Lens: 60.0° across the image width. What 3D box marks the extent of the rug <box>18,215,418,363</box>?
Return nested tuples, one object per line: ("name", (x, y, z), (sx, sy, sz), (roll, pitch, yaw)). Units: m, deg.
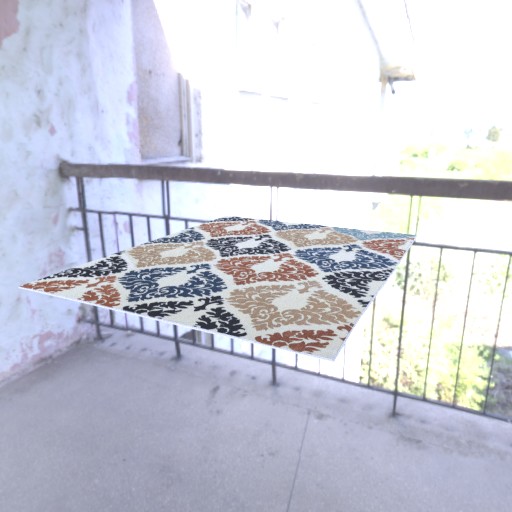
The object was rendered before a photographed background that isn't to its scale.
("rug", (0.000, 0.000, 4.053), (2.423, 0.014, 3.040), (8, 18, 26))
